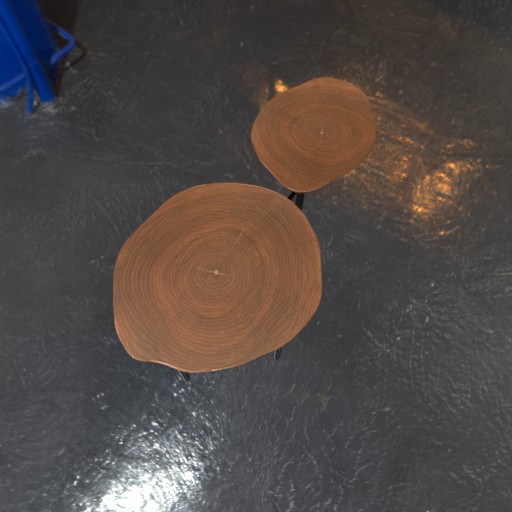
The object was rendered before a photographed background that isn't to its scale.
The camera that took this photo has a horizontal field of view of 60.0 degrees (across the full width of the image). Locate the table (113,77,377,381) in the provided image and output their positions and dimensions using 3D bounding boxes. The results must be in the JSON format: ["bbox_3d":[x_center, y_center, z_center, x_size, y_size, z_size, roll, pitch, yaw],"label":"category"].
[{"bbox_3d":[0.000,0.000,1.120,0.442,0.538,0.759,36,68,17],"label":"table"}]
